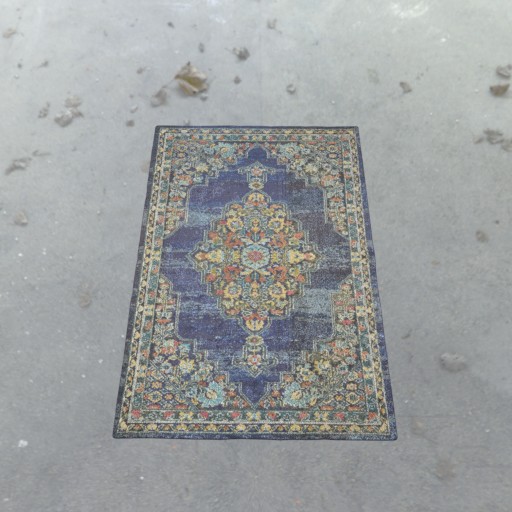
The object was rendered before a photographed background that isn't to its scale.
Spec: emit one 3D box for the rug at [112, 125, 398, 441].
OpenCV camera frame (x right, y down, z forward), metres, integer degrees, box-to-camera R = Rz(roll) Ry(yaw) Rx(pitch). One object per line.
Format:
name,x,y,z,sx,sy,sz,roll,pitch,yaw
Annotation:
rug,0.000,0.000,3.821,2.053,0.011,2.940,0,64,0
